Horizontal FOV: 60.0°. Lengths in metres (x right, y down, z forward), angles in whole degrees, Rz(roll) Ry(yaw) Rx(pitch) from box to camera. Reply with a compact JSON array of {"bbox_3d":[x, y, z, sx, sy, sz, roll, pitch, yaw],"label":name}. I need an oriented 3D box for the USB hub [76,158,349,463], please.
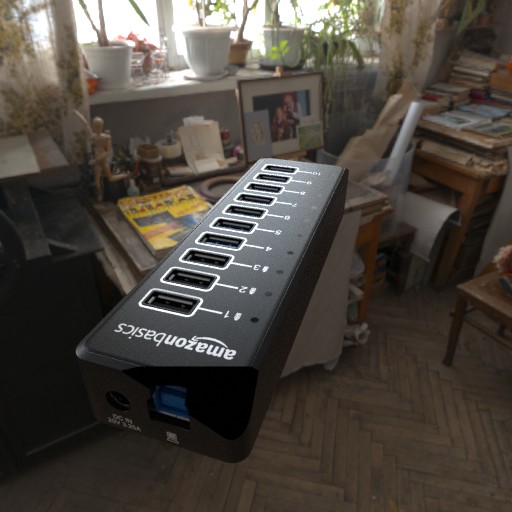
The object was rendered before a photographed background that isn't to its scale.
[{"bbox_3d":[0.000,0.000,0.162,0.044,0.023,0.145,10,33,16],"label":"USB hub"}]
